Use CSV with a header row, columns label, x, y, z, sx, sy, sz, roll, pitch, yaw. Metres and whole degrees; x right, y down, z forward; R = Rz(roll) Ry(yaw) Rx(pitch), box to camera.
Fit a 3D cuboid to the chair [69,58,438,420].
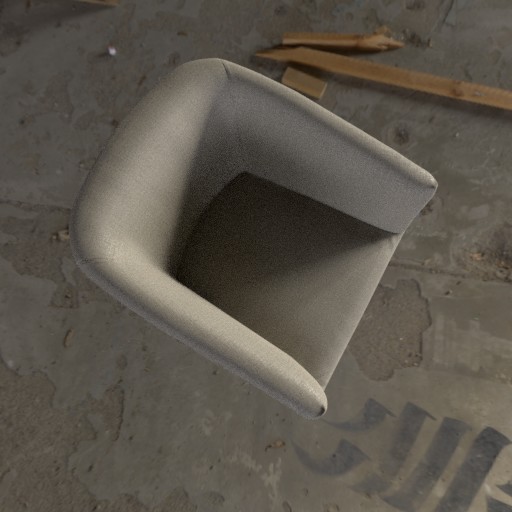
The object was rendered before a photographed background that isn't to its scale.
label,x,y,z,sx,sy,sz,roll,pitch,yaw
chair,0.000,0.000,1.227,0.668,0.771,0.600,29,77,7
